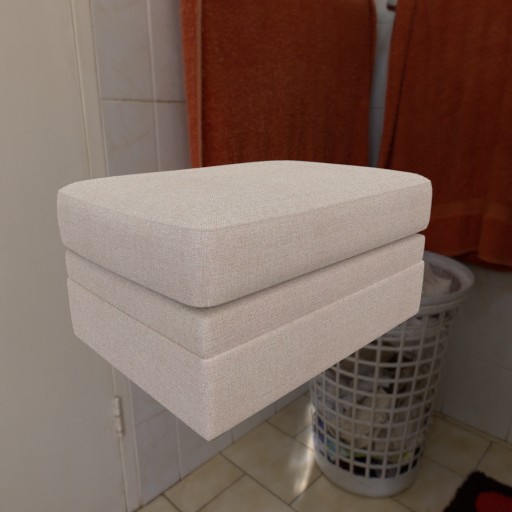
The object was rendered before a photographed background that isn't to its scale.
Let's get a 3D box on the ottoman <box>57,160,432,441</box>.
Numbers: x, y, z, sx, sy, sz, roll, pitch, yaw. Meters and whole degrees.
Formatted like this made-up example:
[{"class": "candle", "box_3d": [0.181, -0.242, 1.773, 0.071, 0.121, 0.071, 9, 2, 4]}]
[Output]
[{"class": "ottoman", "box_3d": [0.000, 0.000, 1.257, 0.885, 0.478, 0.637, -16, 23, -42]}]
